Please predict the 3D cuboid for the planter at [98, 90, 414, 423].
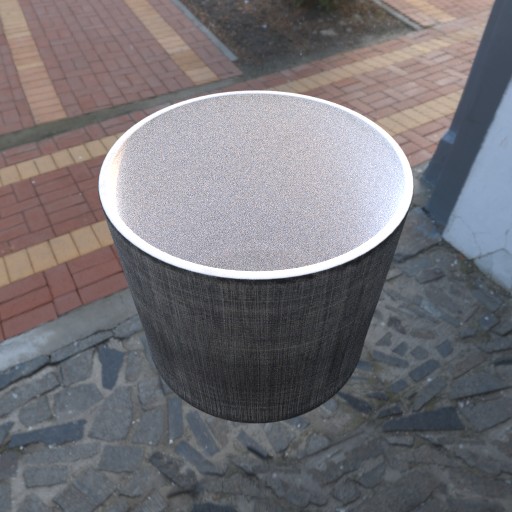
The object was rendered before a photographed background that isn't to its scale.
[{"bbox_3d":[0.000,0.000,0.314,0.178,0.157,0.178,0,47,0],"label":"planter"}]
